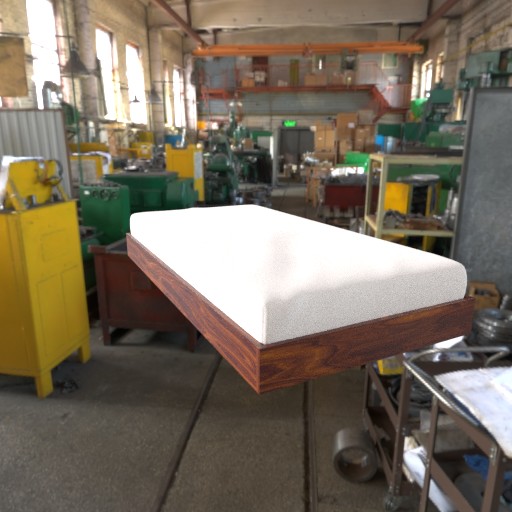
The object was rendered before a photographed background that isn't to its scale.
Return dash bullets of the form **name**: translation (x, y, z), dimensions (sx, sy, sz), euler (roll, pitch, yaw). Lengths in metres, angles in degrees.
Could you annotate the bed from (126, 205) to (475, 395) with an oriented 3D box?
- **bed**: translation (0.000, 0.000, 2.294), dimensions (0.940, 0.312, 1.860), euler (-8, 16, -26)
